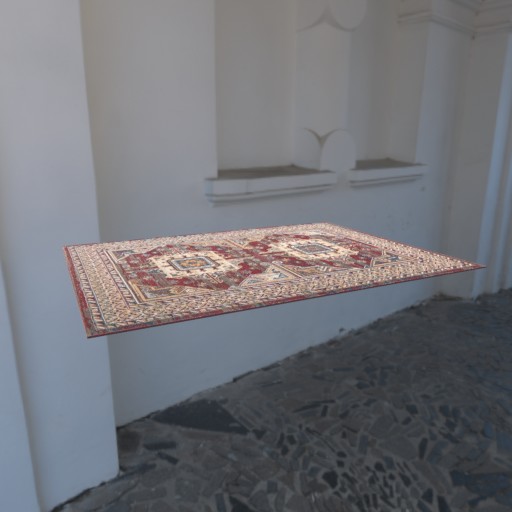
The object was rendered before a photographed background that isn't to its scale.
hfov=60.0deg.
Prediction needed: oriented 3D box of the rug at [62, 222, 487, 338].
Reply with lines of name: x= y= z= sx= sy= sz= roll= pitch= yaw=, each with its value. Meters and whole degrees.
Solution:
rug: x=0.000 y=0.000 z=4.117 sx=3.197 sy=0.013 sz=2.381 roll=-7 pitch=16 yaw=-25
